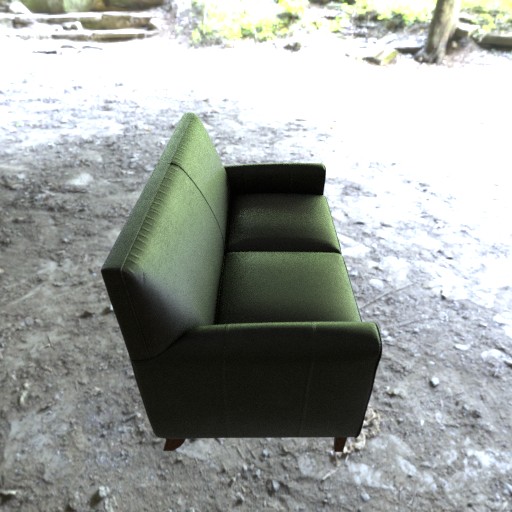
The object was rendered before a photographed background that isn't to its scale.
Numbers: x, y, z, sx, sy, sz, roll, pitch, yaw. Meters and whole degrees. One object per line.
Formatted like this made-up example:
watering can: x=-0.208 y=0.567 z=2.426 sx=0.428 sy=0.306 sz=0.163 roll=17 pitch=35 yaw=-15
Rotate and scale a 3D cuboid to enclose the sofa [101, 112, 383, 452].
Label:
sofa: x=0.000 y=0.000 z=1.968 sx=0.787 sy=0.871 sz=1.473 roll=0 pitch=33 yaw=0
